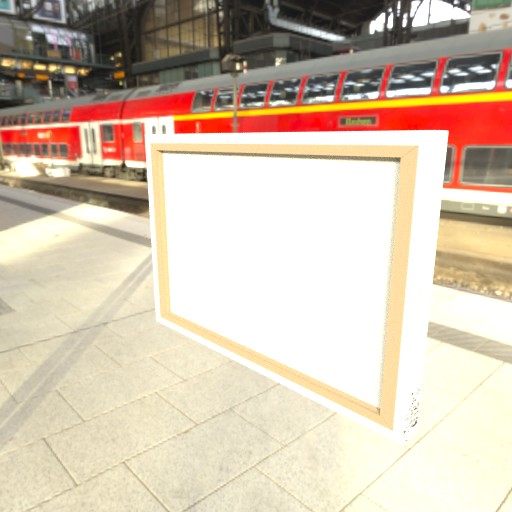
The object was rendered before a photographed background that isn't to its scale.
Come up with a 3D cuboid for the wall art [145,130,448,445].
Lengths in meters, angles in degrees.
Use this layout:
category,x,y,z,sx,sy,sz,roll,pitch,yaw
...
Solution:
category,x,y,z,sx,sy,sz,roll,pitch,yaw
wall art,0.000,0.000,0.775,0.042,0.414,0.608,-14,20,-43
